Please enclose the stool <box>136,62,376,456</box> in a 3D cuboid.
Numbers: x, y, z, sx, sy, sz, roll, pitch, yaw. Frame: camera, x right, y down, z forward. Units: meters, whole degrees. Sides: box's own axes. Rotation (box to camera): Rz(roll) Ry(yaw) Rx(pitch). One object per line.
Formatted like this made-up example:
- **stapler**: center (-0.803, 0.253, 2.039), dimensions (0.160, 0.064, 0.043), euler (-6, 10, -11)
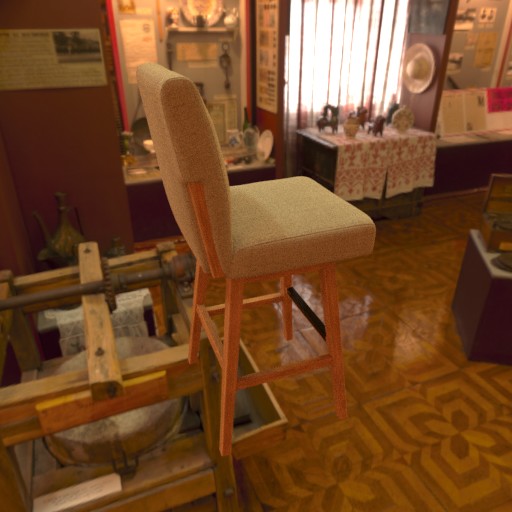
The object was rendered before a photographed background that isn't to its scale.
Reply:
- **stool**: center (0.000, 0.000, 1.388), dimensions (0.569, 1.106, 0.483), euler (-10, 29, -18)
